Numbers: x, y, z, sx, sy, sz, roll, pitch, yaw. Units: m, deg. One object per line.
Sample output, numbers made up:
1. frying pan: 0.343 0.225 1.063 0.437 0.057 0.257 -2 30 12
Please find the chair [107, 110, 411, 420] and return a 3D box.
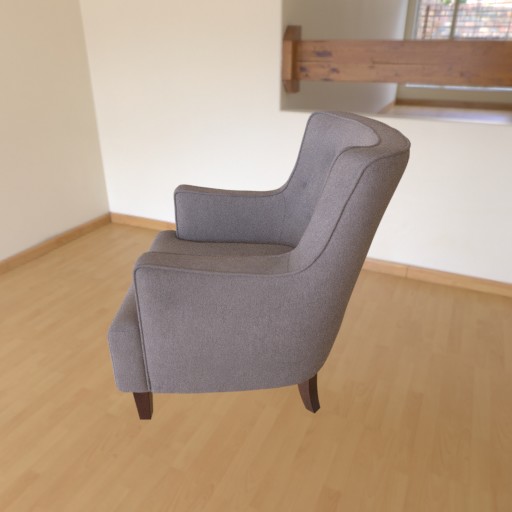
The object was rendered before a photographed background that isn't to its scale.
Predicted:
1. chair: 0.000 0.000 1.598 0.910 0.919 0.781 0 26 0
